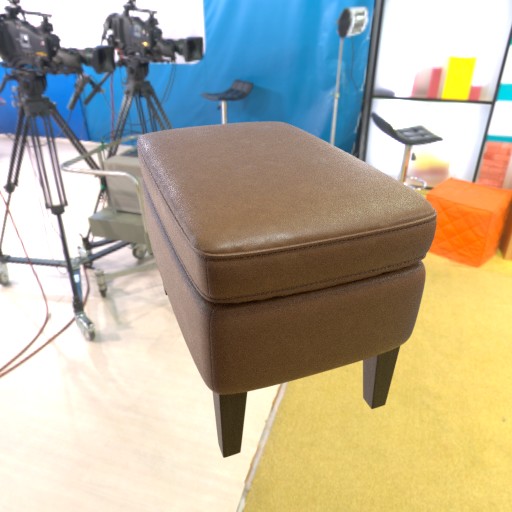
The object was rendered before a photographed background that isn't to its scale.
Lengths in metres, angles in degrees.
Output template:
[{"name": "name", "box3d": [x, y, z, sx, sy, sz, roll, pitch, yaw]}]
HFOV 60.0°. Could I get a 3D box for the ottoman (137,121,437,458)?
[{"name": "ottoman", "box3d": [0.000, 0.000, 0.996, 0.420, 0.480, 0.670, -11, 31, -18]}]
